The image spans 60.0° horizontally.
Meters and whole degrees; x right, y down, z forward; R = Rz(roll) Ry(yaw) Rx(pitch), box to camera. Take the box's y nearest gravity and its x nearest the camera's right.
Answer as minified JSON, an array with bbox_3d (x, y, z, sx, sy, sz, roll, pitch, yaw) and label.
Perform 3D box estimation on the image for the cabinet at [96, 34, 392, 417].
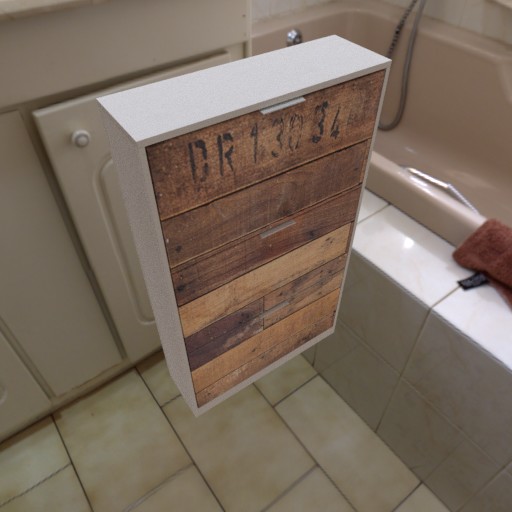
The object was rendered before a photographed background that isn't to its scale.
[{"bbox_3d":[0.000,0.000,1.582,0.750,1.280,0.250,-26,51,-23],"label":"cabinet"}]
